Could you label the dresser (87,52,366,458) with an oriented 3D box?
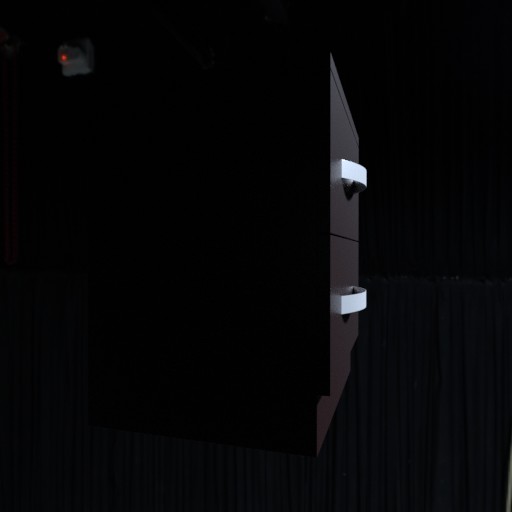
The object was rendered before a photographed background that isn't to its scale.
[{"bbox_3d":[0.000,0.000,0.746,0.360,0.470,0.400,0,1,17],"label":"dresser"}]
